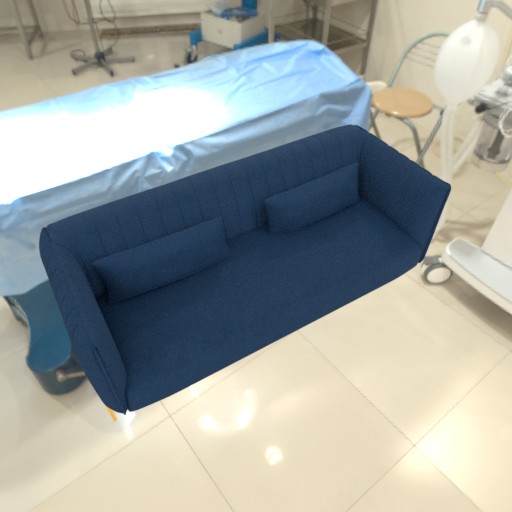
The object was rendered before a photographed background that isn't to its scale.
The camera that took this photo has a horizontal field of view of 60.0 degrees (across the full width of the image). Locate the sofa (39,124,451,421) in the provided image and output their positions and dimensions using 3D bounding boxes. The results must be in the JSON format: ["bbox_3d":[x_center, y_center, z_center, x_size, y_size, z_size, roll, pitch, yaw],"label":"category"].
[{"bbox_3d":[0.000,0.000,2.595,2.136,0.793,0.896,-23,50,-21],"label":"sofa"}]
